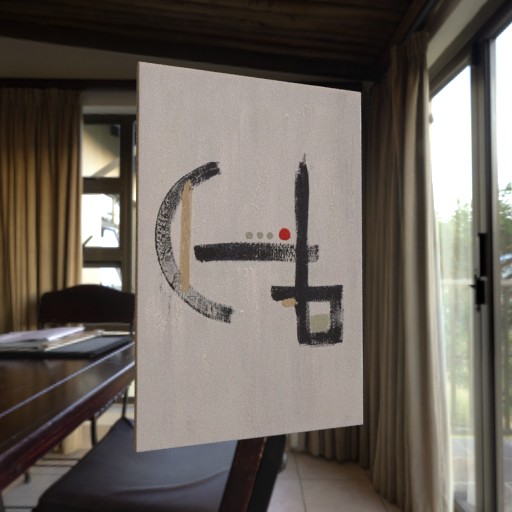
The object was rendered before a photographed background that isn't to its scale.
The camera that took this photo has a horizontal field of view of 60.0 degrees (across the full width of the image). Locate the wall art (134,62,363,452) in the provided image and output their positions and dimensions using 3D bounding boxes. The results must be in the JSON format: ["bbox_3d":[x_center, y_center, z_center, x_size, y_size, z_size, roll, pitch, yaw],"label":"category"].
[{"bbox_3d":[0.000,0.000,1.147,0.602,0.916,0.048,1,-2,-18],"label":"wall art"}]
